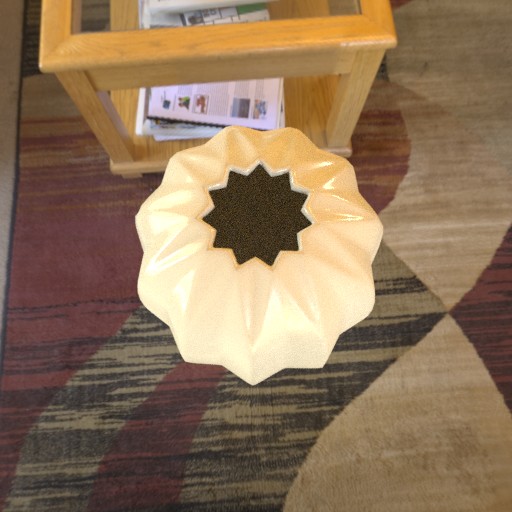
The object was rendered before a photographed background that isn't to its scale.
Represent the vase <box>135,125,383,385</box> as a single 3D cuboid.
[{"bbox_3d":[0.000,0.000,0.247,0.139,0.134,0.139,0,75,0],"label":"vase"}]
